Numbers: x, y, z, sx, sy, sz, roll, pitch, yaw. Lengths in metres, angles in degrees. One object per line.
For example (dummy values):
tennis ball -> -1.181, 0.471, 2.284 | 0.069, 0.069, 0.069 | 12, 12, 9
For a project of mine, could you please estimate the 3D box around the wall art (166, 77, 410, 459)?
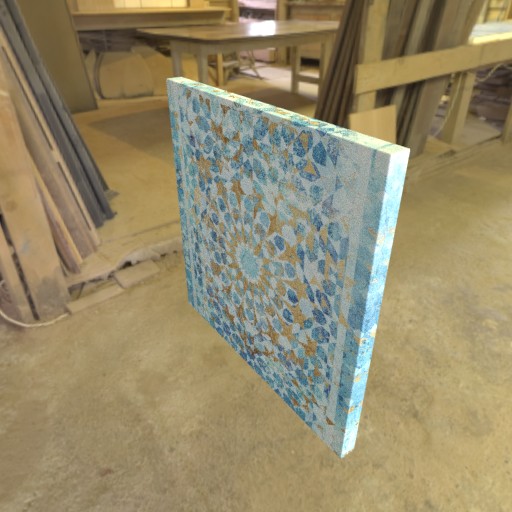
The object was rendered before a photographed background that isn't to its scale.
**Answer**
wall art -> 0.000, 0.000, 0.917 | 0.040, 0.609, 0.609 | -21, 37, -30
